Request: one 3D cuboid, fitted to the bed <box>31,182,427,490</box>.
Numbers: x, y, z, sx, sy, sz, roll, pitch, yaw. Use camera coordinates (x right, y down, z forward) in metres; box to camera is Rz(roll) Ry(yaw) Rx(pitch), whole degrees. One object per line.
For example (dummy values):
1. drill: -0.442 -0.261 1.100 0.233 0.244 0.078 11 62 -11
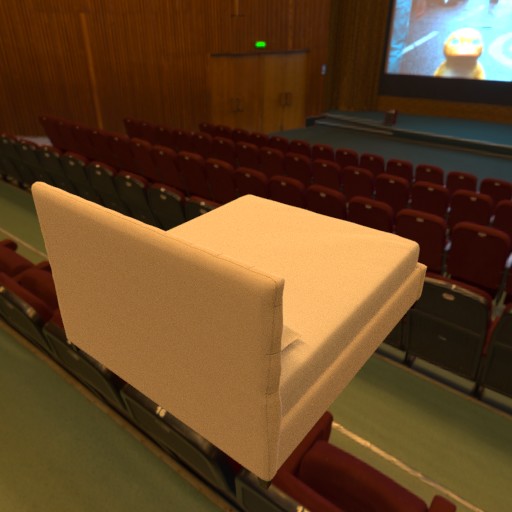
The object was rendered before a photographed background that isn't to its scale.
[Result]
1. bed: 0.000 0.000 3.576 2.078 1.427 2.387 21 35 33
